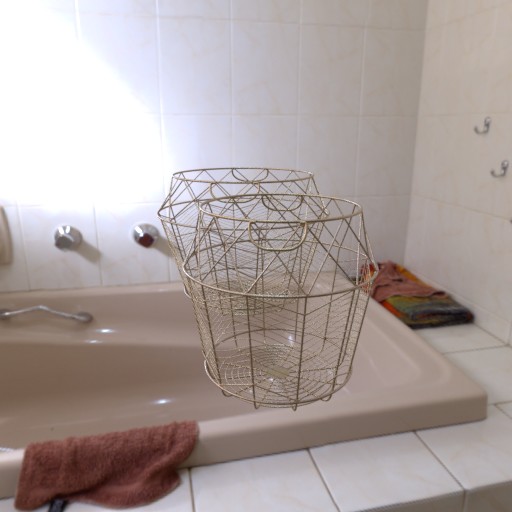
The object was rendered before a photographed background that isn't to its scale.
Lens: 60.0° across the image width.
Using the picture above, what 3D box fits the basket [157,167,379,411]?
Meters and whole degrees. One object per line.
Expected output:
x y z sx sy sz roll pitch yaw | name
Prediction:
0.000 0.000 1.026 0.451 0.343 0.805 -3 16 -10 | basket
